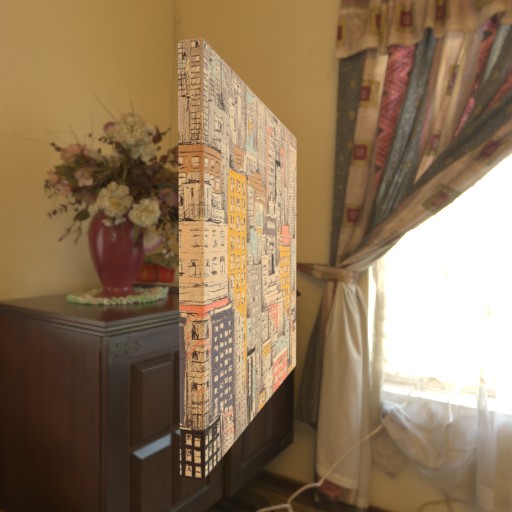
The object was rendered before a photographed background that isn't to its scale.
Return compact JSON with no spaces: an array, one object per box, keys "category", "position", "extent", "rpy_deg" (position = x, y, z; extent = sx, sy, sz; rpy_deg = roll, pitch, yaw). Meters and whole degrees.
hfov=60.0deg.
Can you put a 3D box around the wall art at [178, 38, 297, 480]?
[{"category":"wall art","position":[0.000,0.000,0.899],"extent":[0.038,0.608,0.607],"rpy_deg":[1,2,17]}]
